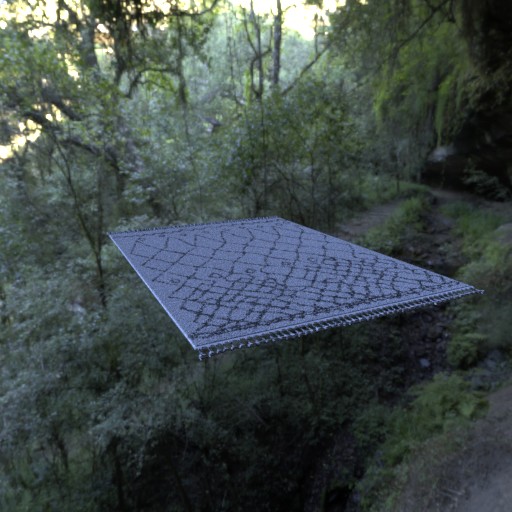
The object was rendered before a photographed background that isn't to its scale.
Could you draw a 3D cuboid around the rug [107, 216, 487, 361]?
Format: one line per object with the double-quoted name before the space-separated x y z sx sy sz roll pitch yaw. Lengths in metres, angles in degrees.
"rug" 0.000 0.000 3.009 1.613 0.017 2.312 -8 18 -25
